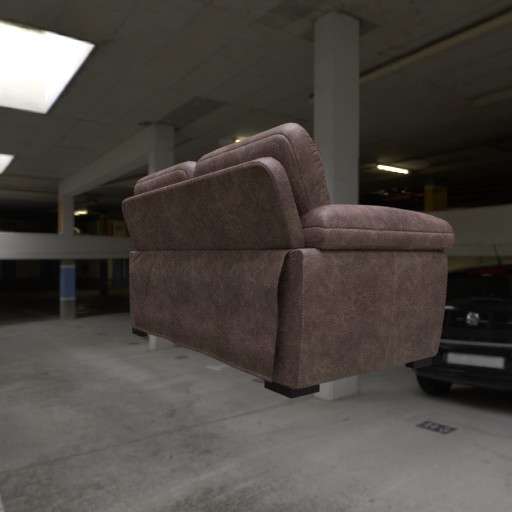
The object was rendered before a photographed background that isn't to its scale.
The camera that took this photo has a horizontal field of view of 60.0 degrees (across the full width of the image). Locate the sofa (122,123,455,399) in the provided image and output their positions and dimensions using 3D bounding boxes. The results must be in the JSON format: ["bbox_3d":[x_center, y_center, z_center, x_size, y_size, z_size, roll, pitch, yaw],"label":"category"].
[{"bbox_3d":[0.000,0.000,2.406,0.991,0.991,1.753,0,0,-35],"label":"sofa"}]
